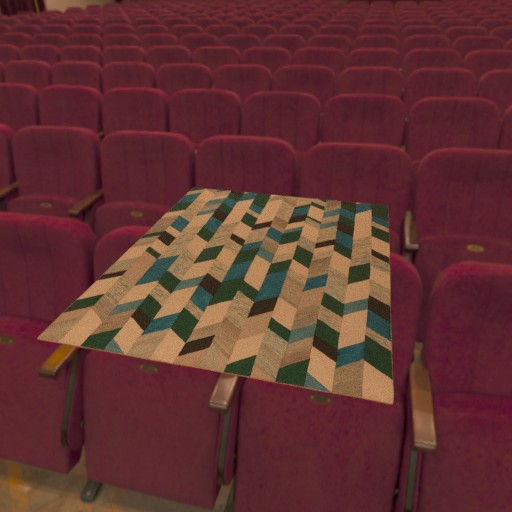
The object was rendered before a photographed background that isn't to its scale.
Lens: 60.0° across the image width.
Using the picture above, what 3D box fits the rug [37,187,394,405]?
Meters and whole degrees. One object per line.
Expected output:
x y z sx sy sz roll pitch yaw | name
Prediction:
0.000 0.000 4.149 2.440 0.008 3.036 7 31 12 | rug
